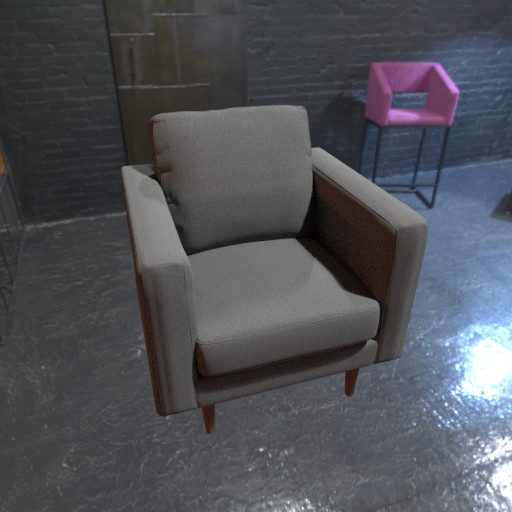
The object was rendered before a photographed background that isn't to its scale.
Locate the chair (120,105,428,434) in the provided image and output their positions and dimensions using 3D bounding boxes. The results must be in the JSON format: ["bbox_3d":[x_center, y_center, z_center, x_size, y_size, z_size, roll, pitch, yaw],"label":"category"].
[{"bbox_3d":[0.000,0.000,1.594,0.854,0.927,0.800,-9,31,-15],"label":"chair"}]
